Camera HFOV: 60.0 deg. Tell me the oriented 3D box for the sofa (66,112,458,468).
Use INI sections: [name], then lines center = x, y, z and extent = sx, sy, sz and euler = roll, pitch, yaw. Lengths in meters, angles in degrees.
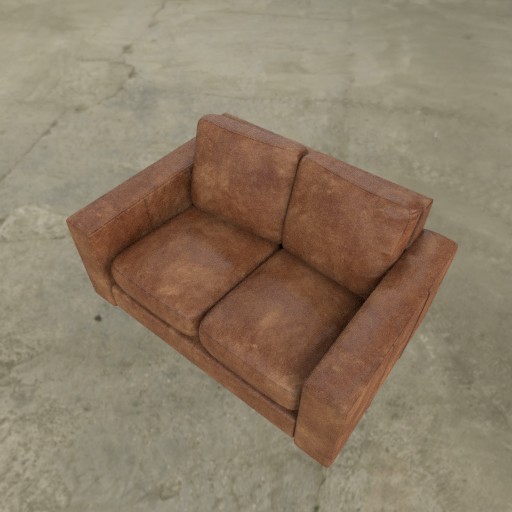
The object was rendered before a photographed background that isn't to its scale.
[sofa]
center = 0.000, 0.000, 2.257
extent = 1.626, 0.889, 1.041
euler = 30, 54, 25
